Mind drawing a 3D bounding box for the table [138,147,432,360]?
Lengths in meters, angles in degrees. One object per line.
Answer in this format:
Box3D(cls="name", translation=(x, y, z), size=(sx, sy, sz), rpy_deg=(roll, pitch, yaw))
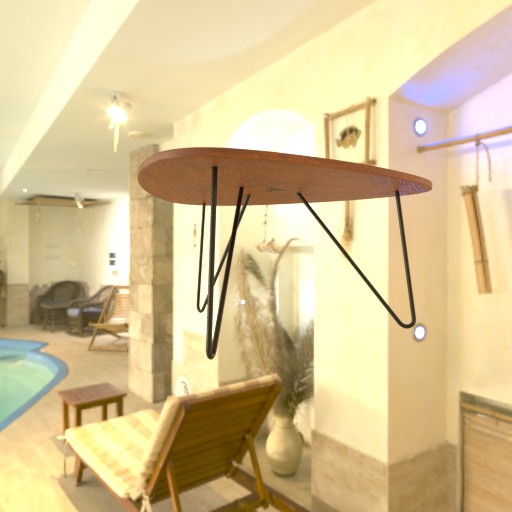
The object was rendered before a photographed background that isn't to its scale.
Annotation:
Box3D(cls="table", translation=(0.000, 0.000, 1.315), size=(0.833, 0.413, 0.821), rpy_deg=(0, 0, -35))
